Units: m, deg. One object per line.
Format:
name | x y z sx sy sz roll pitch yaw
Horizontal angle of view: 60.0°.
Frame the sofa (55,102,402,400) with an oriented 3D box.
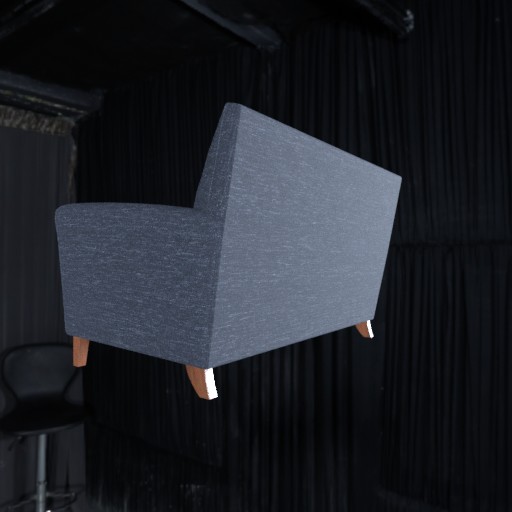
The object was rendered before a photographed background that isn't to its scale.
sofa | 0.000 0.000 1.988 0.875 0.846 1.420 0 0 36
